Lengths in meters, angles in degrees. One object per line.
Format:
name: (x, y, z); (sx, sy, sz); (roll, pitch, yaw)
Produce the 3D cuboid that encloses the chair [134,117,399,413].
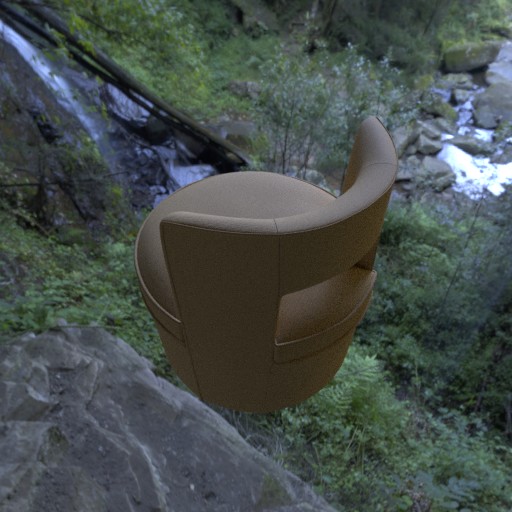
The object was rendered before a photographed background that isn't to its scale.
chair: (0.000, 0.000, 1.238); (0.650, 0.723, 0.665); (-31, 52, -27)
